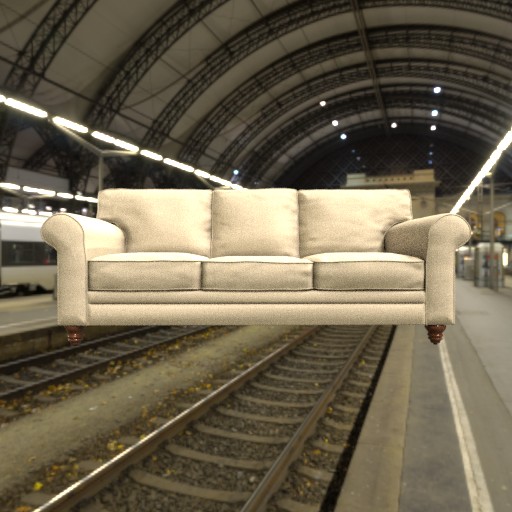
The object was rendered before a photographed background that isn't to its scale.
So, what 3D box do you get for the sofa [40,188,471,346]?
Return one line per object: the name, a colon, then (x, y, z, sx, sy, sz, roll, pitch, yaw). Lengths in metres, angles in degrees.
sofa: (0.000, 0.000, 2.619, 2.118, 0.889, 0.998, 0, 0, -1)
